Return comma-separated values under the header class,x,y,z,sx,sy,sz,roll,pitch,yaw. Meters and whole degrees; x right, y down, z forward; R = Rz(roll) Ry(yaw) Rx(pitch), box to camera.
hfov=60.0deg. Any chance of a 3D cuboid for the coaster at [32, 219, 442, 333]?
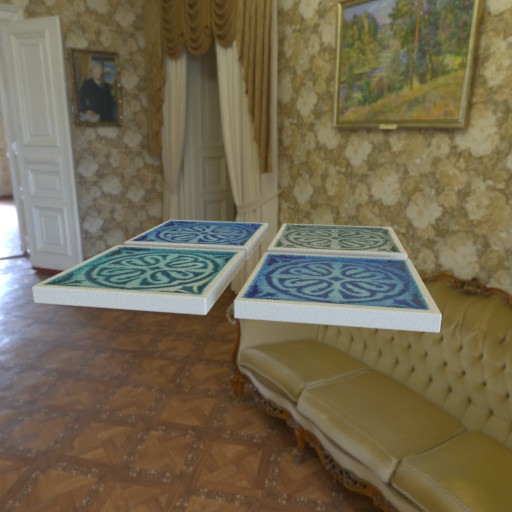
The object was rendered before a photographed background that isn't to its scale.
class,x,y,z,sx,sy,sz,roll,pitch,yaw
coaster,0.000,0.000,0.333,0.219,0.010,0.214,3,15,10
